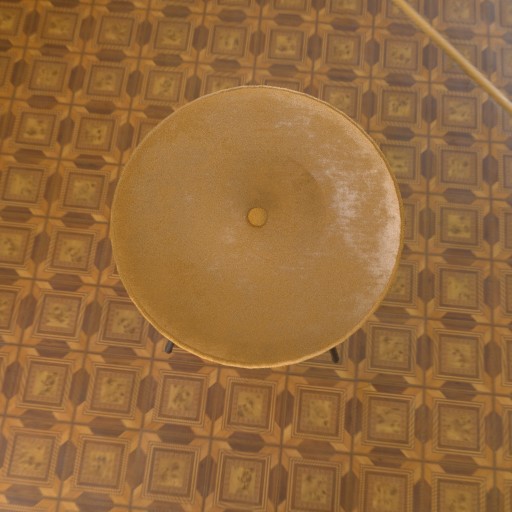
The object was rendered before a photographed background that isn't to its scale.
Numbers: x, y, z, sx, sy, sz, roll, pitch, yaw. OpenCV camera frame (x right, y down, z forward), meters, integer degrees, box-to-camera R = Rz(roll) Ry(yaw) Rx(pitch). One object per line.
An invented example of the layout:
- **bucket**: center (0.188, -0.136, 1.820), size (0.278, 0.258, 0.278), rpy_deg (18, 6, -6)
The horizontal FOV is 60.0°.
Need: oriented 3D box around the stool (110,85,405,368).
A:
- **stool**: center (0.000, 0.000, 0.913), size (0.472, 0.595, 0.438), rpy_deg (5, 77, 1)
